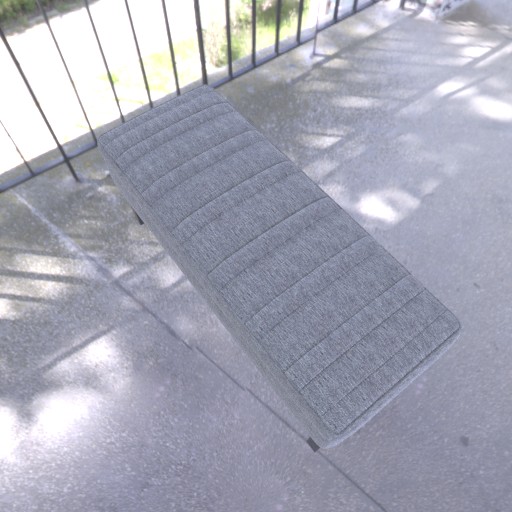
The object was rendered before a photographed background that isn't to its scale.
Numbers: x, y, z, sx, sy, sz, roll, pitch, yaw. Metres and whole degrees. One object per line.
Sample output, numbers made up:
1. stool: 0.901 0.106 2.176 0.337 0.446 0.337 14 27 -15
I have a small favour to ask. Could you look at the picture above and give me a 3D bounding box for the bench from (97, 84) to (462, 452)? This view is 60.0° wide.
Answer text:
1. bench: 0.000 0.000 1.353 0.429 0.470 1.100 -34 65 -18
